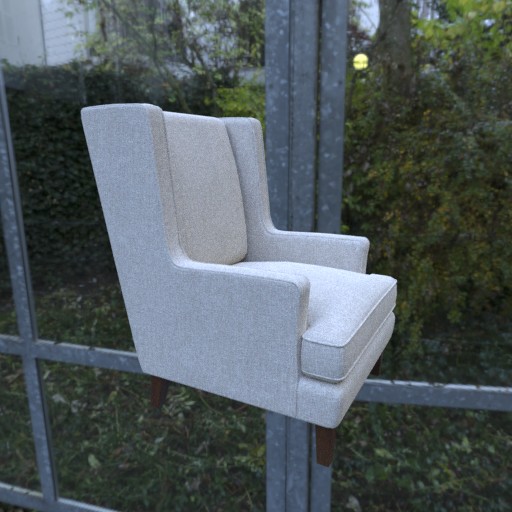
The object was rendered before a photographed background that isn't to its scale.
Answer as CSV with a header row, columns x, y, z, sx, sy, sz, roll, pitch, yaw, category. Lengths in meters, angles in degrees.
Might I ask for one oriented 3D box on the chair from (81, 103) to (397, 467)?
x,y,z,sx,sy,sz,roll,pitch,yaw,category
0.000,0.000,1.710,0.948,1.082,0.764,7,15,27,chair
